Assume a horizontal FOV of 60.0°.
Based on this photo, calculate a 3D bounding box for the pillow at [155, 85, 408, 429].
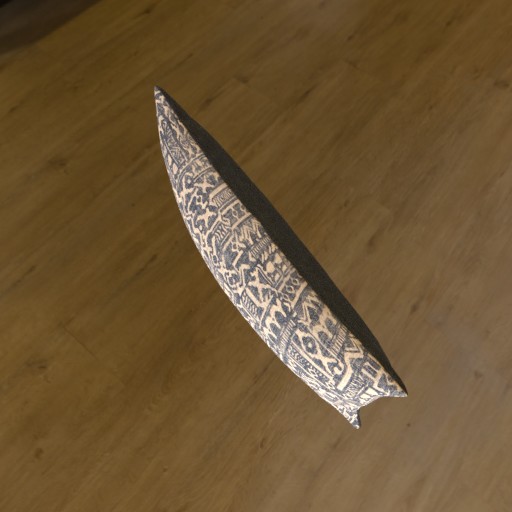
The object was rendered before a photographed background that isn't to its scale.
[{"bbox_3d":[0.000,0.000,0.754,0.148,0.292,0.631,-31,67,-15],"label":"pillow"}]
